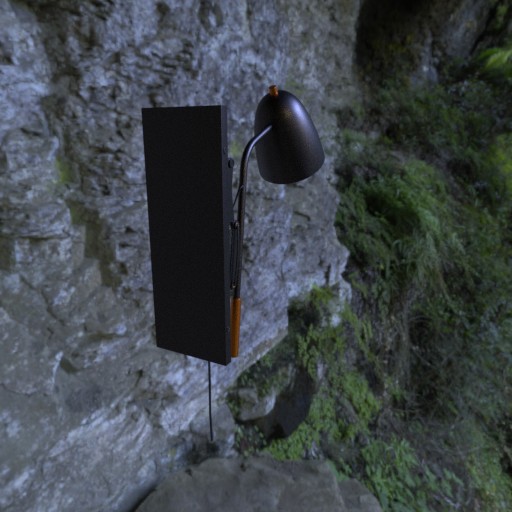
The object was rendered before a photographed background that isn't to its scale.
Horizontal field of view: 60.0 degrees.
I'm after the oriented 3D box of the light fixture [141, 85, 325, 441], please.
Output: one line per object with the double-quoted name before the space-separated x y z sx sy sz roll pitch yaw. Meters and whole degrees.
"light fixture" 0.000 0.000 0.967 0.162 0.715 0.499 8 17 27
